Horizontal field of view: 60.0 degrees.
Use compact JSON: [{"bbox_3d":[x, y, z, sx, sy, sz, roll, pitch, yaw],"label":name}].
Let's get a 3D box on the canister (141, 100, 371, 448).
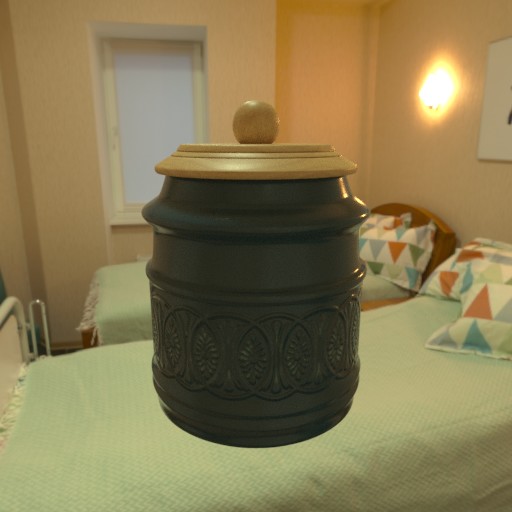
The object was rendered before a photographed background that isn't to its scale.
[{"bbox_3d":[0.000,0.000,0.266,0.130,0.176,0.130,0,15,0],"label":"canister"}]
